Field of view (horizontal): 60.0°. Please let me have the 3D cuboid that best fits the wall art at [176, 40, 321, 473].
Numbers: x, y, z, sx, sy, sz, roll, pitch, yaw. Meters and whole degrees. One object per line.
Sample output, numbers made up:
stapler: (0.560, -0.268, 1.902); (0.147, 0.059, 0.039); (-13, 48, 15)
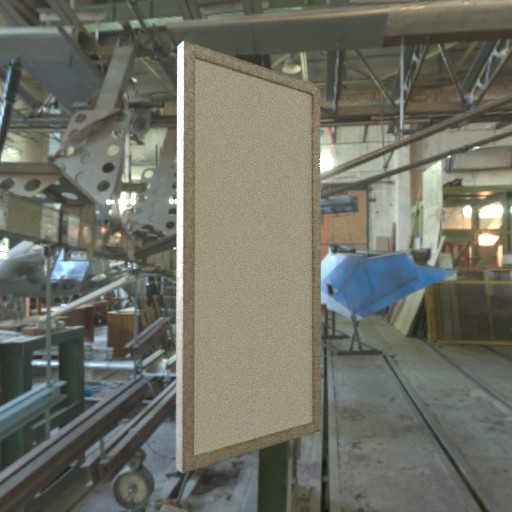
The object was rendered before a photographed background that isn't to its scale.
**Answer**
wall art: (0.000, 0.000, 1.706); (0.648, 1.461, 0.051); (1, -2, -36)
